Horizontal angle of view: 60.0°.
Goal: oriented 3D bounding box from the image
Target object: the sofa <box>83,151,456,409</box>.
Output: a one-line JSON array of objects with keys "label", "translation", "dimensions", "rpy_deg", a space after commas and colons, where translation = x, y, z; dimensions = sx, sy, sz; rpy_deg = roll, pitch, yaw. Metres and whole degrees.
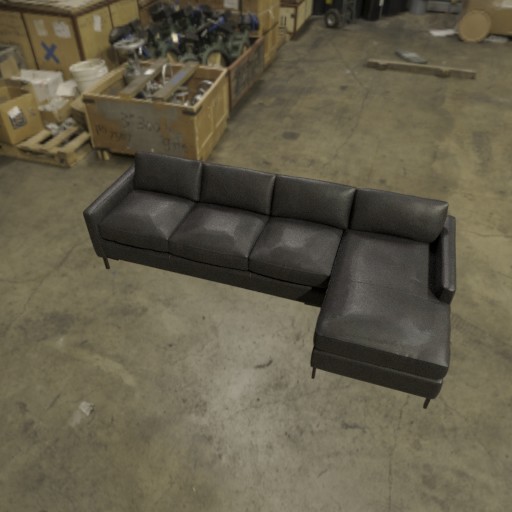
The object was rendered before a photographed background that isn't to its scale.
[{"label": "sofa", "translation": [0.000, 0.000, 3.603], "dimensions": [2.993, 0.859, 1.471], "rpy_deg": [12, 42, 14]}]
